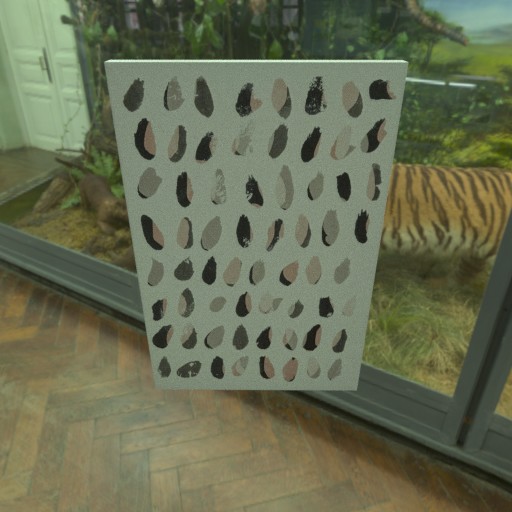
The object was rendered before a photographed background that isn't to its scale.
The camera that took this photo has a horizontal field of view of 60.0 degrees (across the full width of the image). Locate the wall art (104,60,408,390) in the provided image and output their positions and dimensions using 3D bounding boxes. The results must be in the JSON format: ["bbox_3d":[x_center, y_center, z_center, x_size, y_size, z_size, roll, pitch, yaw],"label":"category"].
[{"bbox_3d":[0.000,0.000,0.750,0.405,0.608,0.025,0,30,0],"label":"wall art"}]
